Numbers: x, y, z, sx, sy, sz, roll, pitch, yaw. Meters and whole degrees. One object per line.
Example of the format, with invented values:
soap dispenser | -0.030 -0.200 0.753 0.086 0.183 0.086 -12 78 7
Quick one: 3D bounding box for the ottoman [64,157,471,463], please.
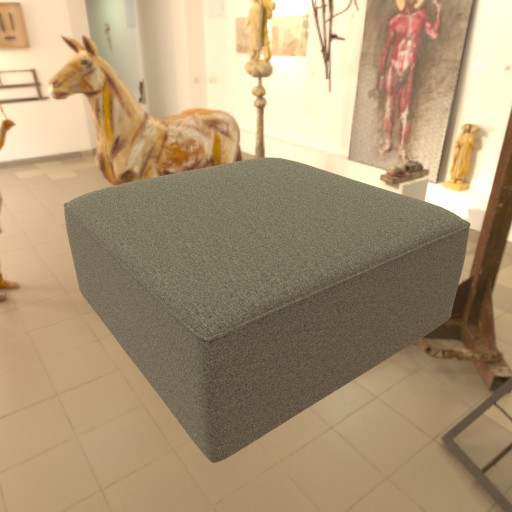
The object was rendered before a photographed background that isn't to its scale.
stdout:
ottoman | 0.000 0.000 1.572 1.015 0.464 1.005 -19 32 -32
